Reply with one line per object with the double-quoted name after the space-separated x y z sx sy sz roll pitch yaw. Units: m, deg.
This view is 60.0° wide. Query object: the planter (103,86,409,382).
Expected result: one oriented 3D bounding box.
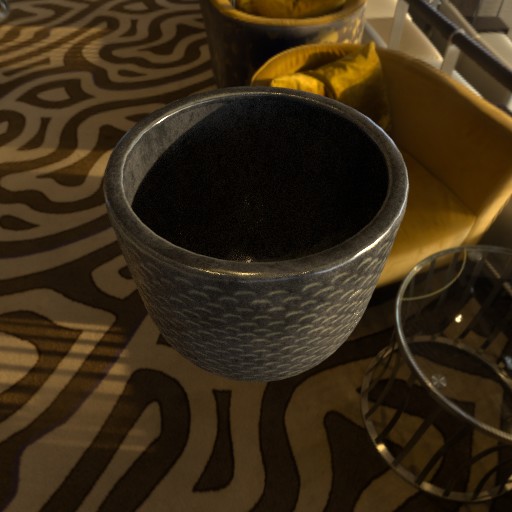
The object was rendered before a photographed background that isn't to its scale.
0.000 0.000 0.359 0.197 0.191 0.197 0 49 0 "planter"
